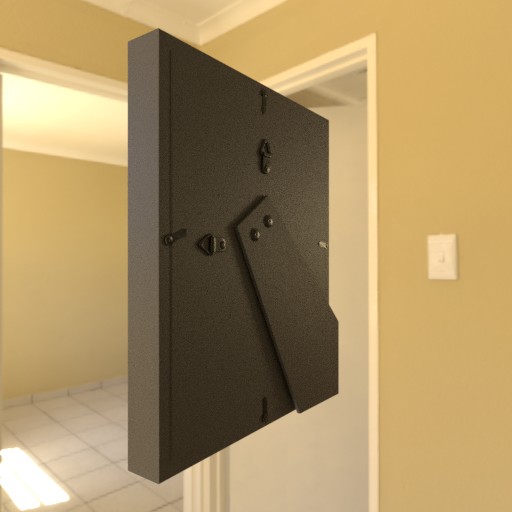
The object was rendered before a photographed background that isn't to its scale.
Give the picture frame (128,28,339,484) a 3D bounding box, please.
[{"bbox_3d":[0.000,0.000,0.375,0.042,0.284,0.232,0,0,36],"label":"picture frame"}]
